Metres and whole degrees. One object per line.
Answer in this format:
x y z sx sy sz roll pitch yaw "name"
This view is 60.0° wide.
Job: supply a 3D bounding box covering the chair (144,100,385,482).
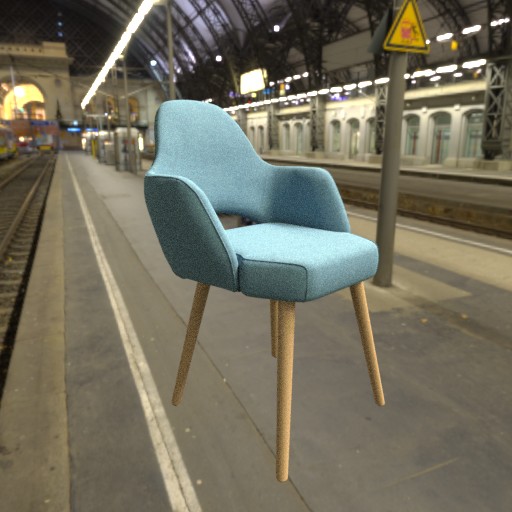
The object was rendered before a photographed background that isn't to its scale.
0.000 0.000 1.328 0.589 0.920 0.666 -14 20 -43 "chair"
